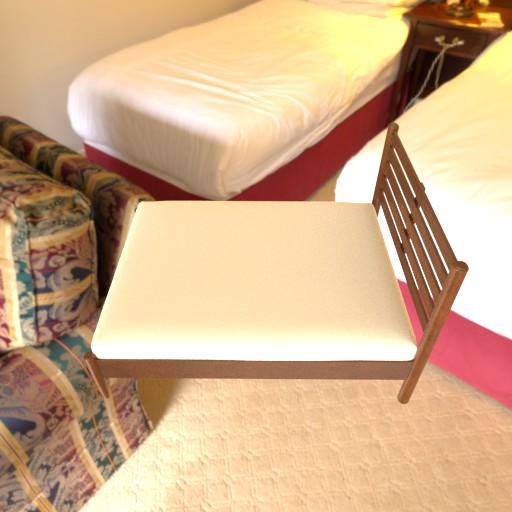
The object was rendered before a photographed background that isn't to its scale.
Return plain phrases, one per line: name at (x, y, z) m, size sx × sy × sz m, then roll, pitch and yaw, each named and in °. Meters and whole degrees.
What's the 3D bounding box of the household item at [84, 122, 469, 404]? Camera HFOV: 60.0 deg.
household item at (0.000, 0.000, 3.348) m, size 2.232 × 1.356 × 1.663 m, roll 0°, pitch 43°, yaw 0°
